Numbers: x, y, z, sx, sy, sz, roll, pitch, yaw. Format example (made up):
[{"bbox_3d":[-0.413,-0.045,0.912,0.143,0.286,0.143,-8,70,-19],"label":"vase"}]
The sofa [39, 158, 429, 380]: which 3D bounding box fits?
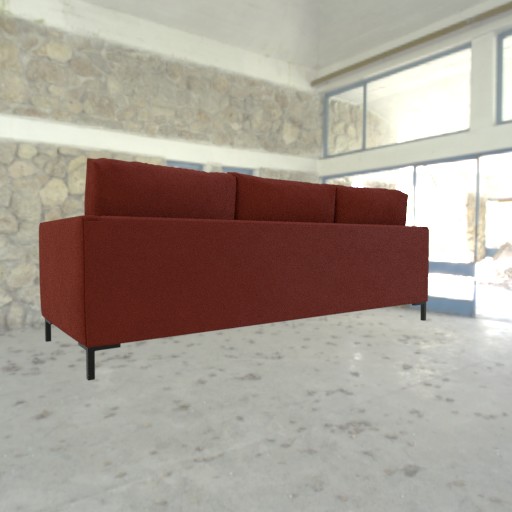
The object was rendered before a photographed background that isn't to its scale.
[{"bbox_3d":[0.000,0.000,2.644,2.252,0.879,0.875,-1,2,-36],"label":"sofa"}]
